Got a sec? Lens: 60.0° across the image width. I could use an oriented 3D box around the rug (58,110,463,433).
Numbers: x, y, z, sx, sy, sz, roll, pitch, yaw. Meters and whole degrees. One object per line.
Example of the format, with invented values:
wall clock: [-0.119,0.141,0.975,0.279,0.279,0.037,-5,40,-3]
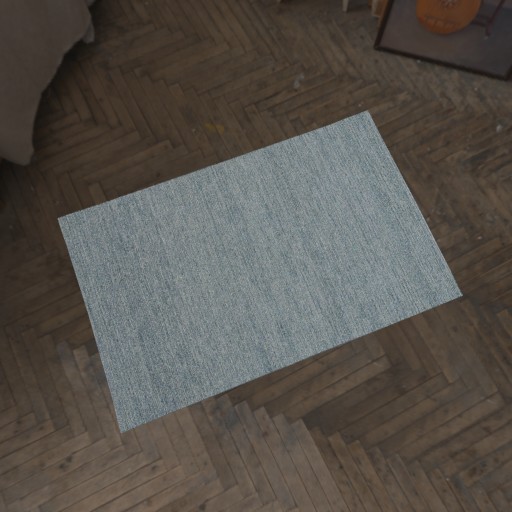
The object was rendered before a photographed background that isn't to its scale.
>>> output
rug: [0.000,0.000,2.344,1.853,0.022,1.174,-20,76,-5]
